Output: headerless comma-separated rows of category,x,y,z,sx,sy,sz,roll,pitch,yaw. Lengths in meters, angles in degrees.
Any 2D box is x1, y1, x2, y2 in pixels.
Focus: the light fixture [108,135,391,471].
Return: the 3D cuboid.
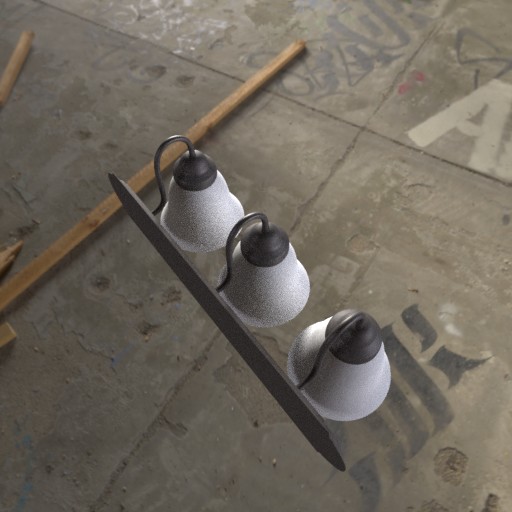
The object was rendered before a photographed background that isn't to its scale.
light fixture,0.000,0.000,0.691,0.199,0.222,0.610,-33,63,-20
